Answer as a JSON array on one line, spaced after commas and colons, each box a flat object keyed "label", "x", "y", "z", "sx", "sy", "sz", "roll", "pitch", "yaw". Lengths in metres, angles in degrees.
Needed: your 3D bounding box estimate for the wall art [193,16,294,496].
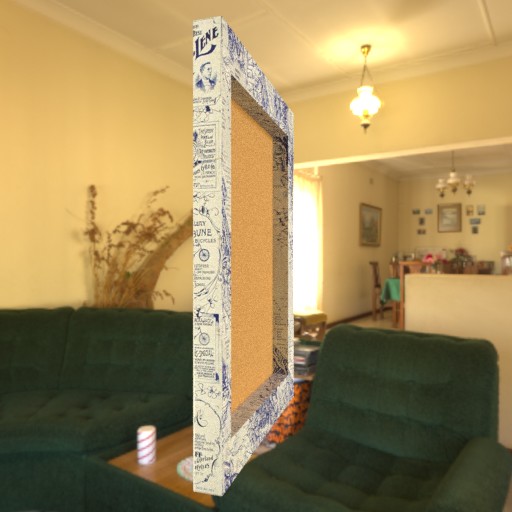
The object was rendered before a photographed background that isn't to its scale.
[{"label": "wall art", "x": 0.000, "y": 0.000, "z": 0.754, "sx": 0.040, "sy": 0.601, "sz": 0.408, "roll": 0, "pitch": 0, "yaw": 18}]
